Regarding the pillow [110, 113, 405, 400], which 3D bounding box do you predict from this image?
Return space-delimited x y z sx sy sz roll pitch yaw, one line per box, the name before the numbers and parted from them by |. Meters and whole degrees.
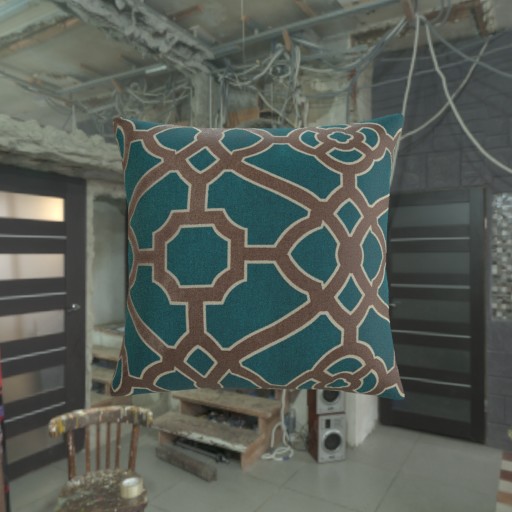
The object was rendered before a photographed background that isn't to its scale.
pillow | 0.000 0.000 0.795 0.526 0.507 0.166 0 0 2
